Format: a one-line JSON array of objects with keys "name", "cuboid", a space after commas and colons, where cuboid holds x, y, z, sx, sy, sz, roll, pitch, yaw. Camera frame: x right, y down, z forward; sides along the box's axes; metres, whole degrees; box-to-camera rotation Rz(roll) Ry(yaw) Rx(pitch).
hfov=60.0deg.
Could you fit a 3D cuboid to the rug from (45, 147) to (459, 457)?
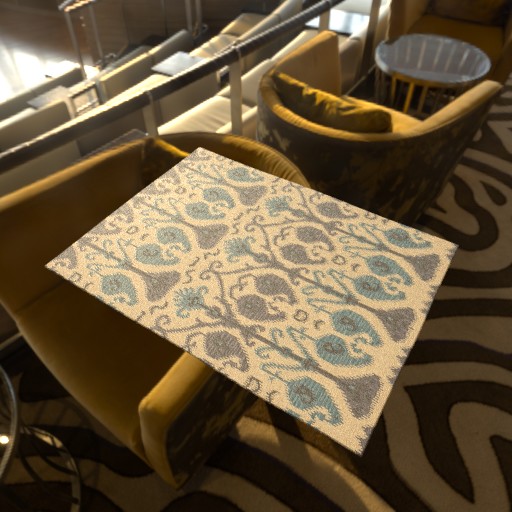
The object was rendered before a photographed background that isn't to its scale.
[{"name": "rug", "cuboid": [0.000, 0.000, 2.993, 2.261, 0.013, 1.676, 25, 52, 22]}]
